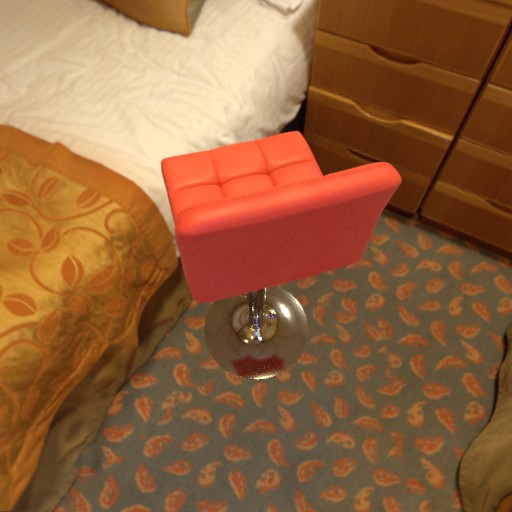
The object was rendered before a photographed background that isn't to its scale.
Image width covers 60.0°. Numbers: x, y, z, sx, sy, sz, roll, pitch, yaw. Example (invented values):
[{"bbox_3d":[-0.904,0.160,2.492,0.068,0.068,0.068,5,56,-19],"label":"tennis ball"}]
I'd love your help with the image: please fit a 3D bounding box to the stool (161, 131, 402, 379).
[{"bbox_3d":[0.000,0.000,1.342,0.430,1.115,0.505,-14,59,-9],"label":"stool"}]
